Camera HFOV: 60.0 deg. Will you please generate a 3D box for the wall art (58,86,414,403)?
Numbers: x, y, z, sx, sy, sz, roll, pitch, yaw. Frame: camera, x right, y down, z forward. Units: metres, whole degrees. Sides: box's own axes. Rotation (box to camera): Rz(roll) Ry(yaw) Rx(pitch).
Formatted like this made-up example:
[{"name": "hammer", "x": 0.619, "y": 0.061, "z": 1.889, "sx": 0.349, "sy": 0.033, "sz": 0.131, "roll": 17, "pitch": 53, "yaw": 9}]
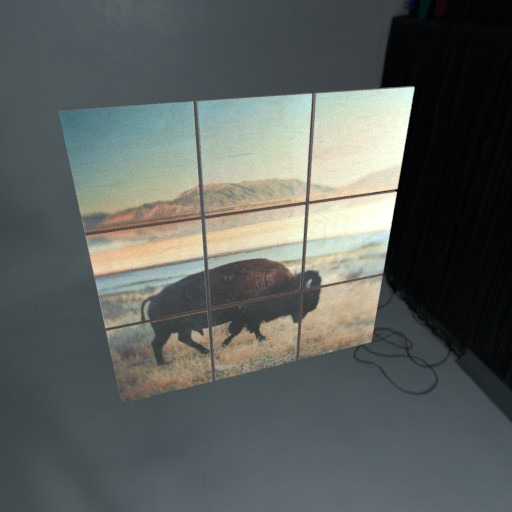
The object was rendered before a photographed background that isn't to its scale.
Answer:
[{"name": "wall art", "x": 0.000, "y": 0.000, "z": 1.314, "sx": 0.906, "sy": 0.904, "sz": 0.018, "roll": -10, "pitch": 31, "yaw": -16}]
